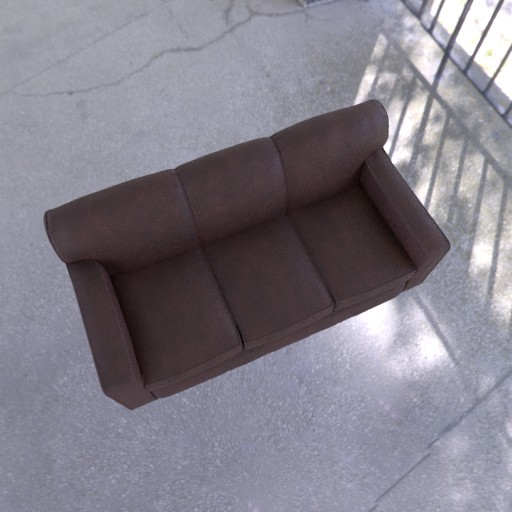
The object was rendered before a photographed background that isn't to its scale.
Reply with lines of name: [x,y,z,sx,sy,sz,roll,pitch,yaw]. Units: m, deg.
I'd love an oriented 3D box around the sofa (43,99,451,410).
sofa: [0.000,0.000,2.636,2.039,0.953,1.008,-21,65,-11]
